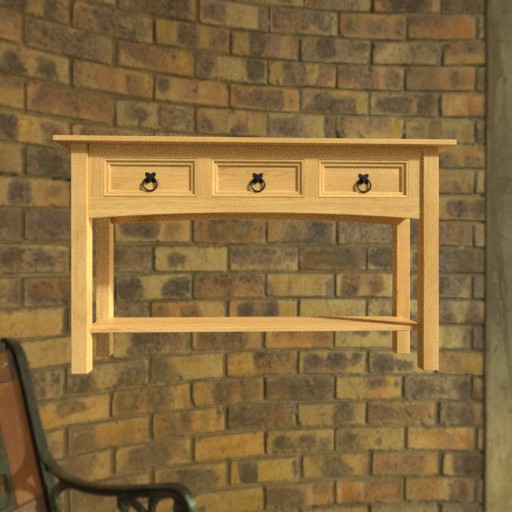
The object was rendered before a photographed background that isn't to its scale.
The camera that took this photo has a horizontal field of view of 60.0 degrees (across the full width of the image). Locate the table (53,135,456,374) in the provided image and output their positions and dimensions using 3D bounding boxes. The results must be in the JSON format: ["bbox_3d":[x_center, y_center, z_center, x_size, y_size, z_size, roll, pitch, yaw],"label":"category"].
[{"bbox_3d":[0.000,0.000,1.535,1.240,0.730,0.350,0,0,-2],"label":"table"}]
